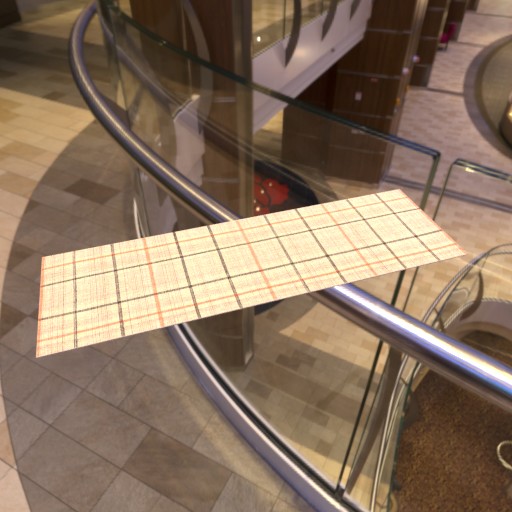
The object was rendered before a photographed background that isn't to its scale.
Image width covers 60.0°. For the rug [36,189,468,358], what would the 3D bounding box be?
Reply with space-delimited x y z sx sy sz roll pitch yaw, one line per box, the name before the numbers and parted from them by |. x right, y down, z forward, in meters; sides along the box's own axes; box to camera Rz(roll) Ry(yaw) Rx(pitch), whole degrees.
rug | 0.000 0.000 2.660 2.439 0.008 0.762 -12 42 -14
